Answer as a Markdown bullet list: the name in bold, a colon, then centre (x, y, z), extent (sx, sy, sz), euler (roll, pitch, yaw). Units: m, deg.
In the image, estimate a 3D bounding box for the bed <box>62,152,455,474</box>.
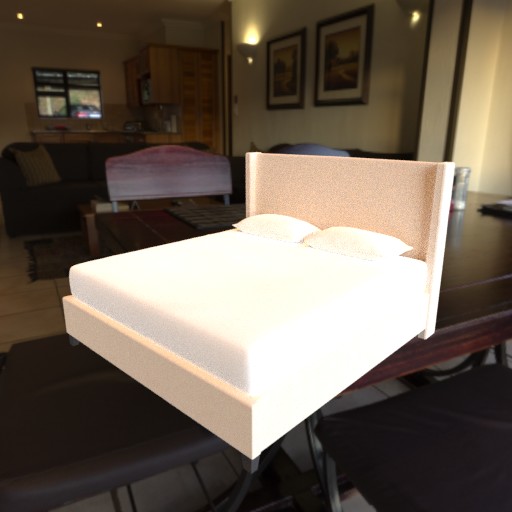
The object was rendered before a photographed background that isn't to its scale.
- **bed**: centre (0.000, 0.000, 3.579), extent (2.145, 1.471, 2.293), euler (15, 22, 41)
